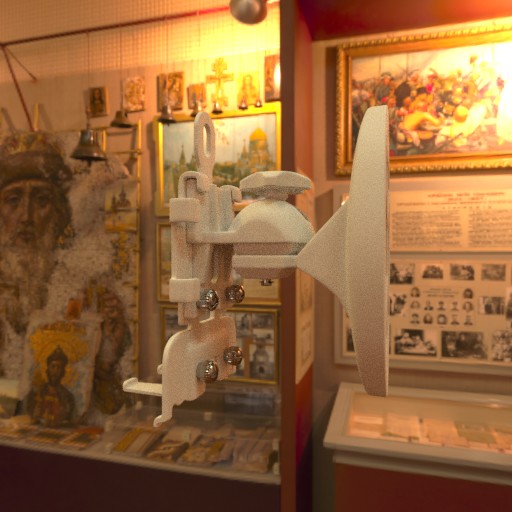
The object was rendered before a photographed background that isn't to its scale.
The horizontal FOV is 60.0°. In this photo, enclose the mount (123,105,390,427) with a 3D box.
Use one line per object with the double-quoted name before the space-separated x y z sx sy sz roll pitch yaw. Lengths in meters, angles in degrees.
"mount" 0.000 0.000 0.176 0.100 0.118 0.066 0 0 18
